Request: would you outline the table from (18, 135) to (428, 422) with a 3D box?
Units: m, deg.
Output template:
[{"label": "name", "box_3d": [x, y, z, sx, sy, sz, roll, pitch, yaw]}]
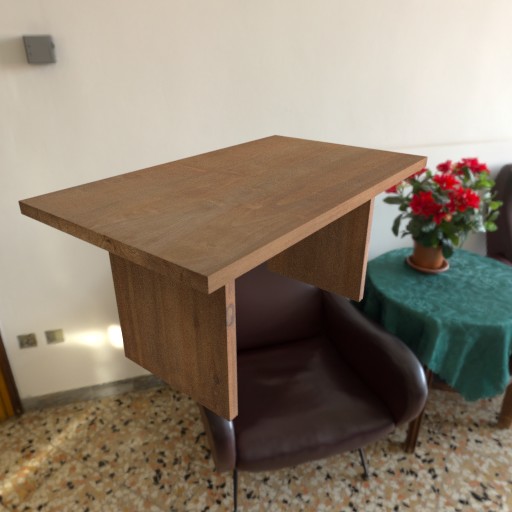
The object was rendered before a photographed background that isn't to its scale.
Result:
[{"label": "table", "box_3d": [0.000, 0.000, 2.095, 0.946, 0.780, 1.609, 19, 31, 34]}]
